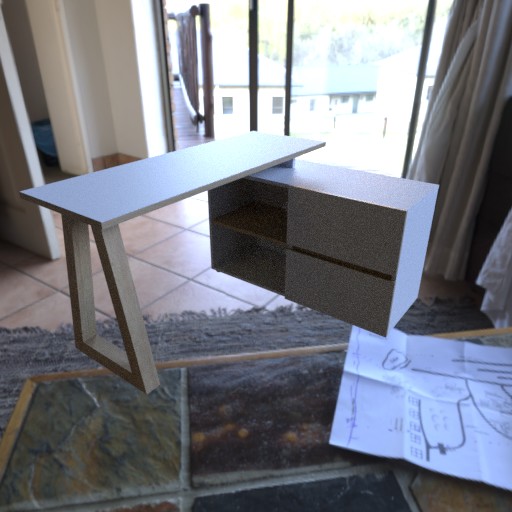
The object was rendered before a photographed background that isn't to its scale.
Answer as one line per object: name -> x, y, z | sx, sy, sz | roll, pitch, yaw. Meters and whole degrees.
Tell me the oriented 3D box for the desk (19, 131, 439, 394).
desk -> 0.000, 0.000, 1.985 | 1.098, 0.755, 1.404 | 19, 32, 32
